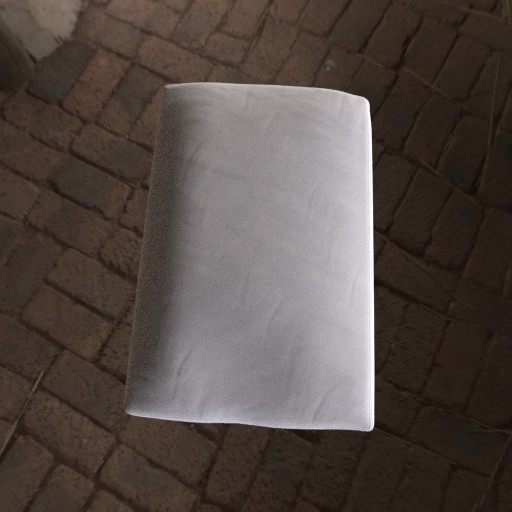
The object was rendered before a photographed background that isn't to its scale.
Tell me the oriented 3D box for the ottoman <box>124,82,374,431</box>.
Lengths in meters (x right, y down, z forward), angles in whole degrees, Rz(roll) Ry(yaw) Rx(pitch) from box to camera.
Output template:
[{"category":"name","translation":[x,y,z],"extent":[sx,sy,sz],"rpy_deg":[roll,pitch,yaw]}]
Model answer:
[{"category":"ottoman","translation":[0.000,0.000,1.238],"extent":[0.590,0.444,0.872],"rpy_deg":[3,76,1]}]
